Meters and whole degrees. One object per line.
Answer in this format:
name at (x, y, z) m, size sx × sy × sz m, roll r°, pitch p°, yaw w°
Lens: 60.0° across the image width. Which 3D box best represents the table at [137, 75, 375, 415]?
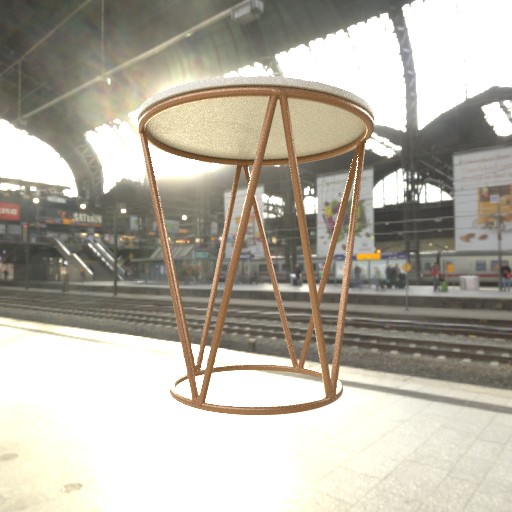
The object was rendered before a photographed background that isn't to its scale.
table at (0.000, 0.000, 0.952) m, size 0.500 × 0.564 × 0.500 m, roll 0°, pitch -2°, yaw 0°
